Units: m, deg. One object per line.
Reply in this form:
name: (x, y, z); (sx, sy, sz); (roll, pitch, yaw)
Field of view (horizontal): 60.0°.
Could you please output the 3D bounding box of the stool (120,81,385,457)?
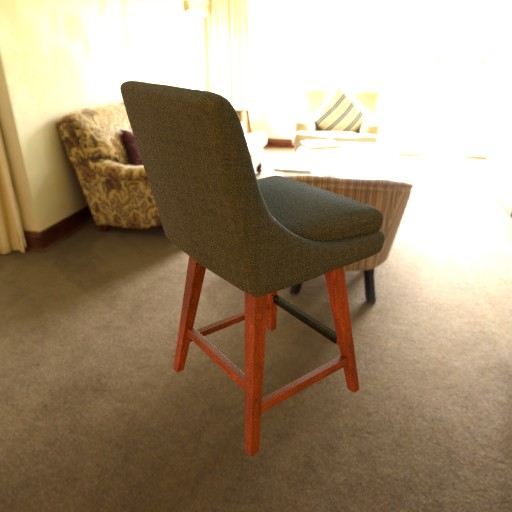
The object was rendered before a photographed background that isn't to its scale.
stool: (0.000, 0.000, 1.211); (0.524, 0.895, 0.467); (-18, 31, -33)
